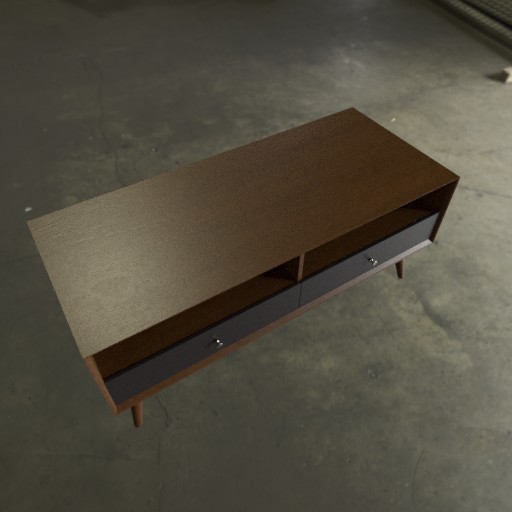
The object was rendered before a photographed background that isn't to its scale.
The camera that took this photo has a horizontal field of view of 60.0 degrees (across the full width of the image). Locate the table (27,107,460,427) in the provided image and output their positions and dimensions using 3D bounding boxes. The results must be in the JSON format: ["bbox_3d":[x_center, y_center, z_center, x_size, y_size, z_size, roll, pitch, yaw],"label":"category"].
[{"bbox_3d":[0.000,0.000,1.399,1.119,0.464,0.490,-25,52,-21],"label":"table"}]
